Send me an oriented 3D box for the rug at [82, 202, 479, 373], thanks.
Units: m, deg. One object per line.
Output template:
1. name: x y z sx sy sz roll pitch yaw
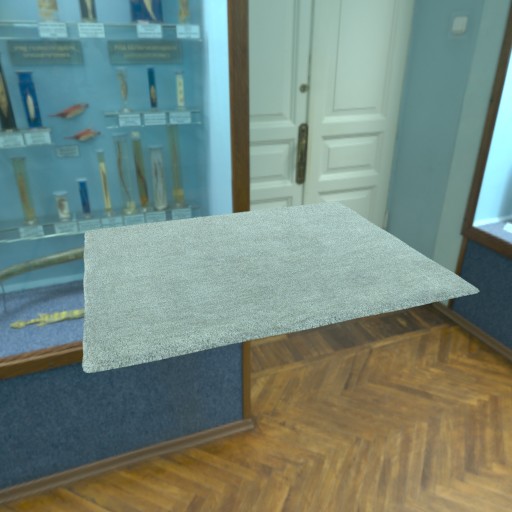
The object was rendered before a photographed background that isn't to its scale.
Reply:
1. rug: 0.000 0.000 3.980 2.933 0.027 2.332 -8 27 -17
